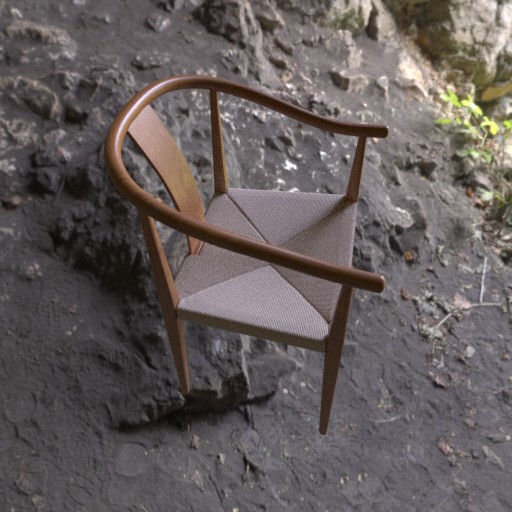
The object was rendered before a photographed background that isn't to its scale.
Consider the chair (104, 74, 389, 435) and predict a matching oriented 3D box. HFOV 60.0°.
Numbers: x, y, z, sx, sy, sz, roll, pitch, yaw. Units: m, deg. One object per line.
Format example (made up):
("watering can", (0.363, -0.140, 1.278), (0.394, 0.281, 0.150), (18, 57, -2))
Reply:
("chair", (0.000, 0.000, 1.181), (0.579, 0.800, 0.556), (9, 47, 9))
